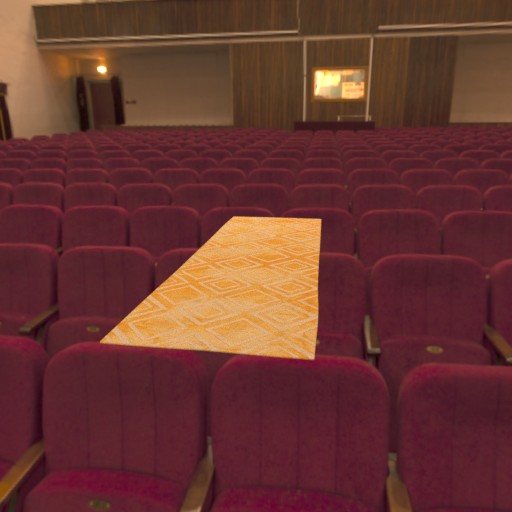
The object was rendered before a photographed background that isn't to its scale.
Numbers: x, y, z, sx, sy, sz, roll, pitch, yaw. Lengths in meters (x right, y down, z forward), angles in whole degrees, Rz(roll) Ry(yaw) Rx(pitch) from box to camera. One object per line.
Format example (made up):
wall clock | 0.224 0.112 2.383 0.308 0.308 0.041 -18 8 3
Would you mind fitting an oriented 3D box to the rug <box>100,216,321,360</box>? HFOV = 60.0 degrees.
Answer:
rug | 0.000 0.000 2.686 0.775 0.010 2.438 2 16 8
